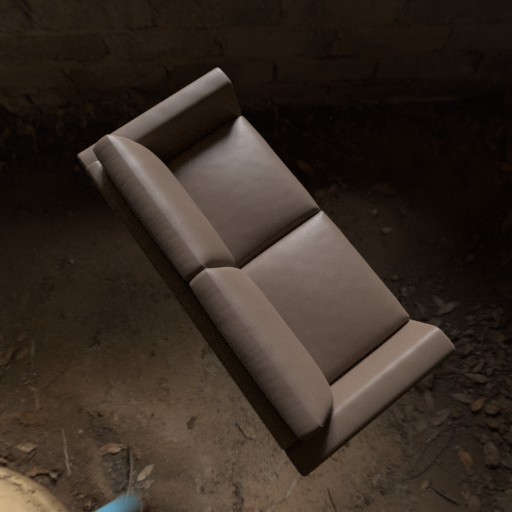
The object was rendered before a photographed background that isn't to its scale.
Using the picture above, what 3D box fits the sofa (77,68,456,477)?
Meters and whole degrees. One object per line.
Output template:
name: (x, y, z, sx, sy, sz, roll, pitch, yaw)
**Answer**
sofa: (0.000, 0.000, 2.430, 0.953, 0.875, 2.017, -36, 78, -9)
